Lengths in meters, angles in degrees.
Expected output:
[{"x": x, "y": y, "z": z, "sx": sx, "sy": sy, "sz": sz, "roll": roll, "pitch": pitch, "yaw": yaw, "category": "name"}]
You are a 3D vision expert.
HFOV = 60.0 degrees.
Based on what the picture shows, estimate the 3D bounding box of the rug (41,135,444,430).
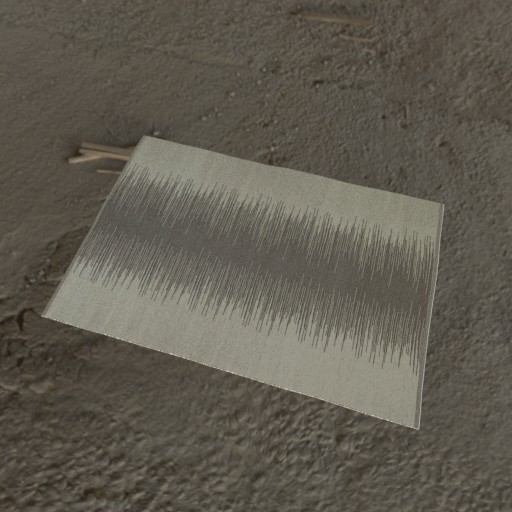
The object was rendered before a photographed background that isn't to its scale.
[{"x": 0.000, "y": 0.000, "z": 2.294, "sx": 1.815, "sy": 0.007, "sz": 1.226, "roll": 15, "pitch": 62, "yaw": 8, "category": "rug"}]
